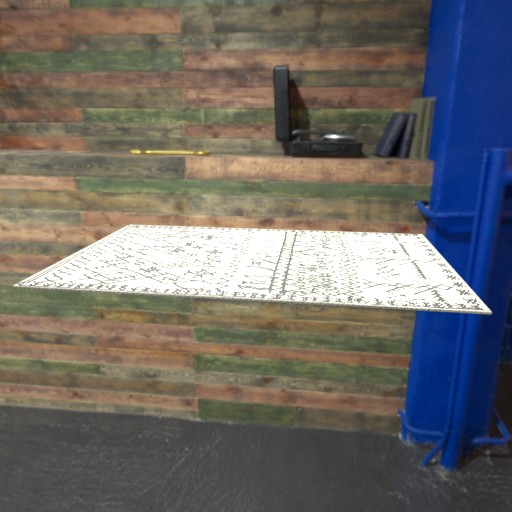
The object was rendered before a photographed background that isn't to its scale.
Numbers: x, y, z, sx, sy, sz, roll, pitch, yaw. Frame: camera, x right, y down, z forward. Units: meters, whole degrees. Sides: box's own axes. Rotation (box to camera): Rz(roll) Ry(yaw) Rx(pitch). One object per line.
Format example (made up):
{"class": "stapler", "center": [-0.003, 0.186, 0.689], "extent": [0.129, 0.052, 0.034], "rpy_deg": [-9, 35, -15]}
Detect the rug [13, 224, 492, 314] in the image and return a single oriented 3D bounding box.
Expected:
{"class": "rug", "center": [0.000, 0.000, 2.952], "extent": [2.444, 0.012, 1.526], "rpy_deg": [2, 17, 8]}
